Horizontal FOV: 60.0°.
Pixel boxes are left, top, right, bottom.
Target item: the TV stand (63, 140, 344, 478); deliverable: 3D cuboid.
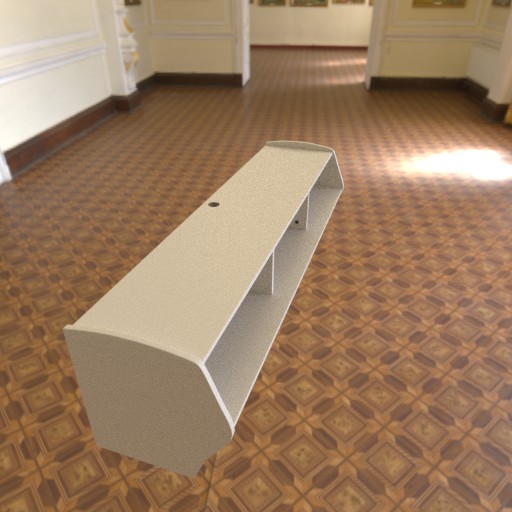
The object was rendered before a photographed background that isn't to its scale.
[{"bbox_3d":[0.000,0.000,1.617,0.397,0.424,1.473,10,33,16],"label":"TV stand"}]
